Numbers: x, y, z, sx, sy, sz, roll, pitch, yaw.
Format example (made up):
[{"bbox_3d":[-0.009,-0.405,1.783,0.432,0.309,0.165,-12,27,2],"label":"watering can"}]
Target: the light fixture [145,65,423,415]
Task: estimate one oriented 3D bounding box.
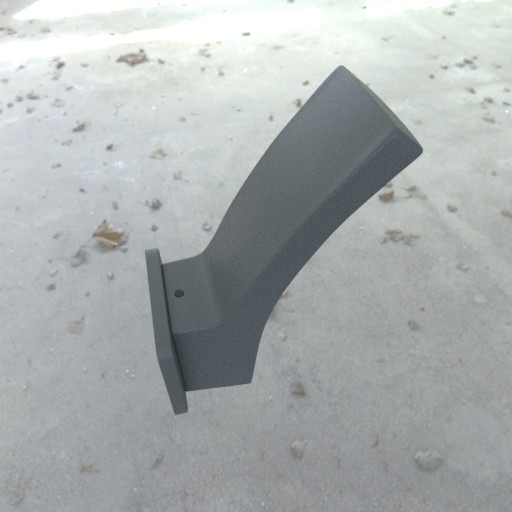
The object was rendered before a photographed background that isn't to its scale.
[{"bbox_3d":[0.000,0.000,0.331,0.174,0.243,0.108,-10,48,-10],"label":"light fixture"}]
